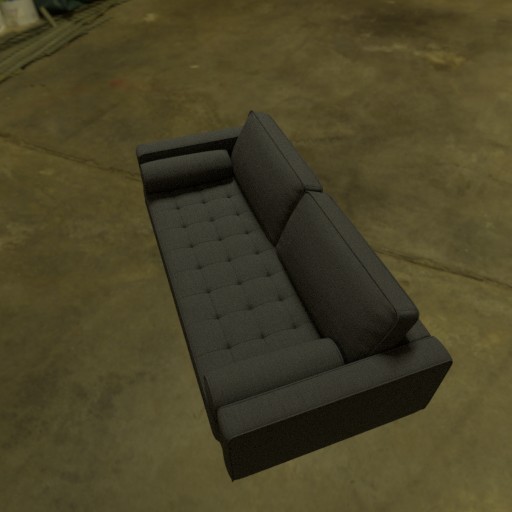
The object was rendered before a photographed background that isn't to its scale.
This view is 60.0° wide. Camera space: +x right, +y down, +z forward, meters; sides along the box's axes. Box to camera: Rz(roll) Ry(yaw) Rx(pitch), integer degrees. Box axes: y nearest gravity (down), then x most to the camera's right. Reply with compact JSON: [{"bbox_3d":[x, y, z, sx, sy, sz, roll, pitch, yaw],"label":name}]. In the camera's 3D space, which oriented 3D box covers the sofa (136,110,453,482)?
[{"bbox_3d":[0.000,0.000,2.281,0.914,0.759,1.875,-14,48,-14],"label":"sofa"}]
